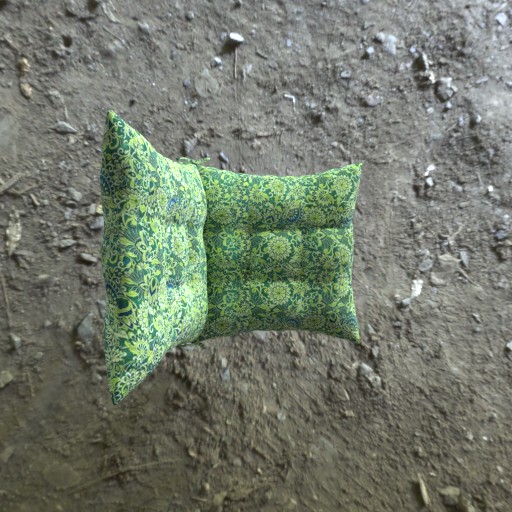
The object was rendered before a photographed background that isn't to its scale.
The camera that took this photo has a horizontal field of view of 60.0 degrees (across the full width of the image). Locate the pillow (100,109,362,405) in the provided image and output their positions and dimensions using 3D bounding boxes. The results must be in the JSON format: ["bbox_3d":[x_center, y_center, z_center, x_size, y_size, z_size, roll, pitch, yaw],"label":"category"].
[{"bbox_3d":[0.000,0.000,1.015,0.585,0.536,0.541,0,91,0],"label":"pillow"}]
